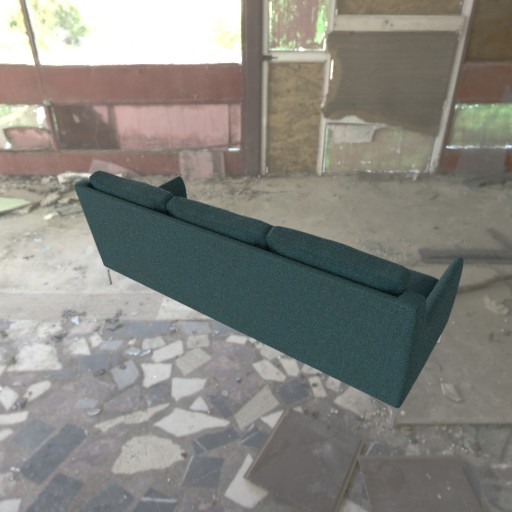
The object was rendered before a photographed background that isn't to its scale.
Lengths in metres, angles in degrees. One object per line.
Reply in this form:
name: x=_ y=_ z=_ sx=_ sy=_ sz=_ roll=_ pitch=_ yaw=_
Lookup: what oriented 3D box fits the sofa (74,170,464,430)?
sofa: x=0.000 y=0.000 z=2.541 sx=2.060 sy=0.837 sz=0.849 roll=20 pitch=36 yaw=30
